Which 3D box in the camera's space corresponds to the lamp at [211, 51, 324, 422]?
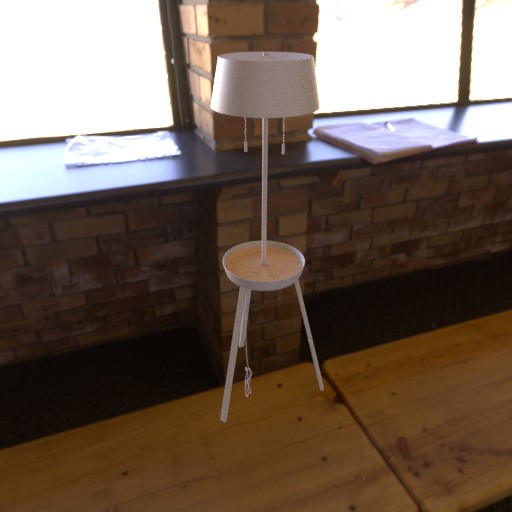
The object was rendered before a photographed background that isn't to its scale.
[{"bbox_3d":[0.000,0.000,1.715,0.508,1.429,0.468,21,35,32],"label":"lamp"}]
